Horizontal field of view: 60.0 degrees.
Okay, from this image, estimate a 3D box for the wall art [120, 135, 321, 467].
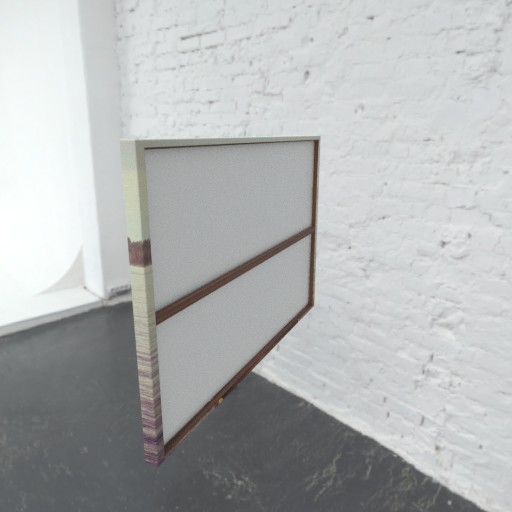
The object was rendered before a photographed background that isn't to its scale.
[{"bbox_3d":[0.000,0.000,1.468,0.040,0.765,1.149,8,17,25],"label":"wall art"}]
